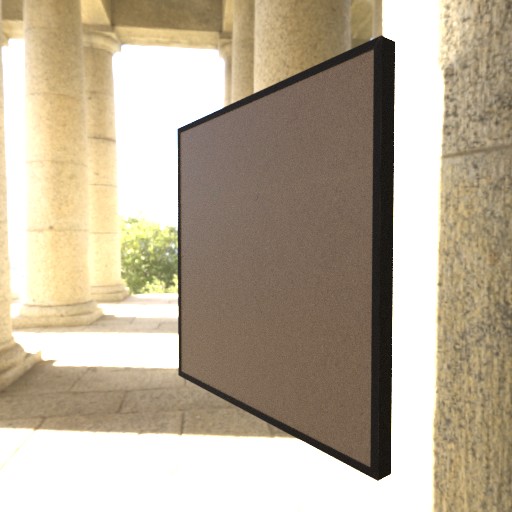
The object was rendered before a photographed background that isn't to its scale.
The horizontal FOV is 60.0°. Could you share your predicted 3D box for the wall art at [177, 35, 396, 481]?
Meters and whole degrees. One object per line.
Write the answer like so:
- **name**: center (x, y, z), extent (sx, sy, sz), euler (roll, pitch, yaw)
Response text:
- **wall art**: center (0.000, 0.000, 1.073), extent (0.038, 0.762, 0.762), euler (-1, 2, -36)
